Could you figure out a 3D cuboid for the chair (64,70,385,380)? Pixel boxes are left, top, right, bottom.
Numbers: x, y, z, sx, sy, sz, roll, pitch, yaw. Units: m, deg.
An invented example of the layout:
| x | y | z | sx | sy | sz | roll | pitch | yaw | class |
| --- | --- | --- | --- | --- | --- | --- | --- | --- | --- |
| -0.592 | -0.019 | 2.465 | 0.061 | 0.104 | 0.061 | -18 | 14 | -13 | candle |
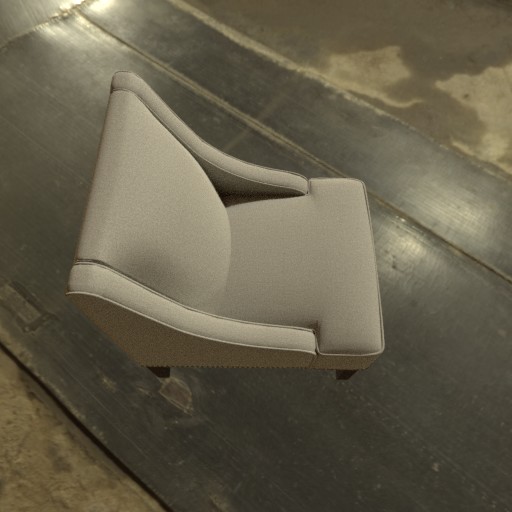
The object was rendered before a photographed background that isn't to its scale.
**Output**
| x | y | z | sx | sy | sz | roll | pitch | yaw | class |
| --- | --- | --- | --- | --- | --- | --- | --- | --- | --- |
| 0.000 | 0.000 | 1.349 | 0.737 | 0.864 | 0.610 | 1 | 64 | 0 | chair |
